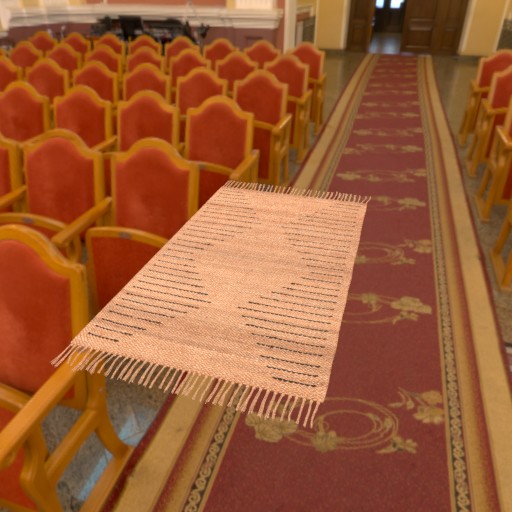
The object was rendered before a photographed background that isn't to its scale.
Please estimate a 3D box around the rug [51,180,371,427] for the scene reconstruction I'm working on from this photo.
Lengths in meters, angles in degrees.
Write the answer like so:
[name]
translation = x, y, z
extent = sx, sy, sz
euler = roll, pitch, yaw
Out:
[rug]
translation = 0.000, 0.000, 2.041
extent = 0.905, 0.017, 1.718
euler = 9, 32, 14
